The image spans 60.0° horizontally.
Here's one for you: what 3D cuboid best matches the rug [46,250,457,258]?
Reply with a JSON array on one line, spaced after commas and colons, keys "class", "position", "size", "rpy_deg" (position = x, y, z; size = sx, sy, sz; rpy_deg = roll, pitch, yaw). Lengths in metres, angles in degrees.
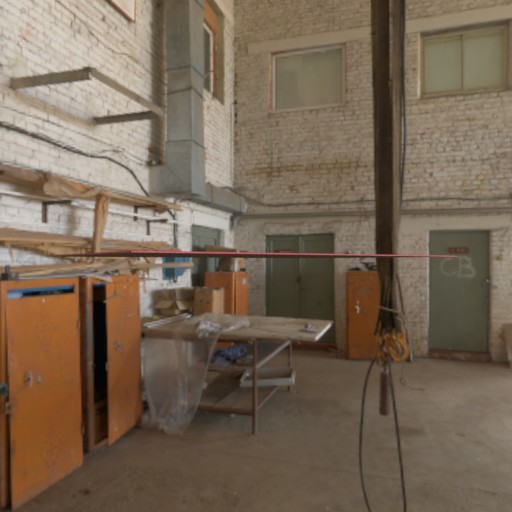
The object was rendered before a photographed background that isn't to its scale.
[{"class": "rug", "position": [0.000, 0.000, 2.344], "size": [1.814, 0.008, 1.209], "rpy_deg": [1, -1, -36]}]
